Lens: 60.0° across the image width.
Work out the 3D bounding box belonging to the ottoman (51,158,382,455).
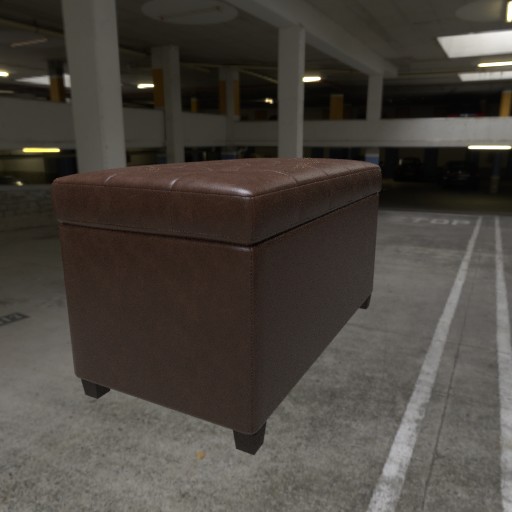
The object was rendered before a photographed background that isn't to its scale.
[{"bbox_3d":[0.000,0.000,1.121,0.432,0.470,0.838,7,16,27],"label":"ottoman"}]
